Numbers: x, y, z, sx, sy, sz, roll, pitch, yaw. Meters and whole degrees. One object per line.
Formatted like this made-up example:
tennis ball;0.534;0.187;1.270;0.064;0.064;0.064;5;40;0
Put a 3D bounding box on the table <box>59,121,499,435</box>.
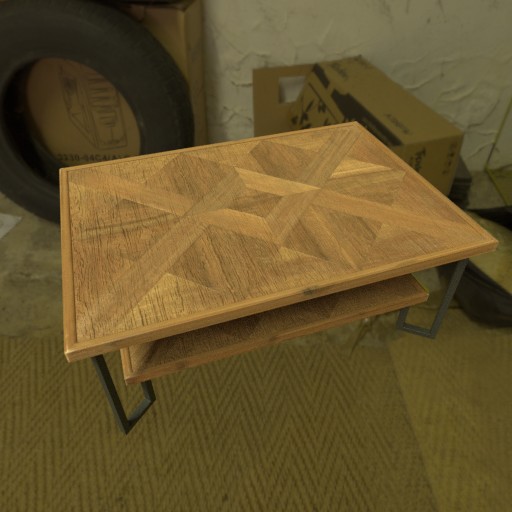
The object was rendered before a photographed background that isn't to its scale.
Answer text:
table;0.000;0.000;1.644;1.238;0.492;0.877;-13;43;-14
